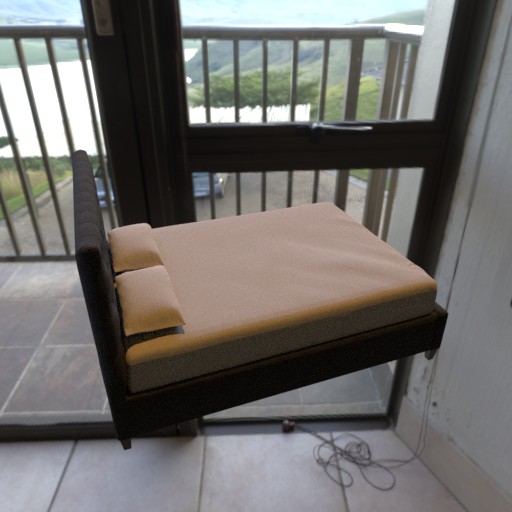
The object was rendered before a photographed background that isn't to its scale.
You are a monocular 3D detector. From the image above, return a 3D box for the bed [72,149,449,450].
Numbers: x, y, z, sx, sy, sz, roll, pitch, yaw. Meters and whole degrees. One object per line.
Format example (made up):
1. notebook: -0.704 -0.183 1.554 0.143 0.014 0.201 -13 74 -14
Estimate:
1. bed: 0.000 0.000 3.392 2.387 1.427 1.698 -10 31 -17
